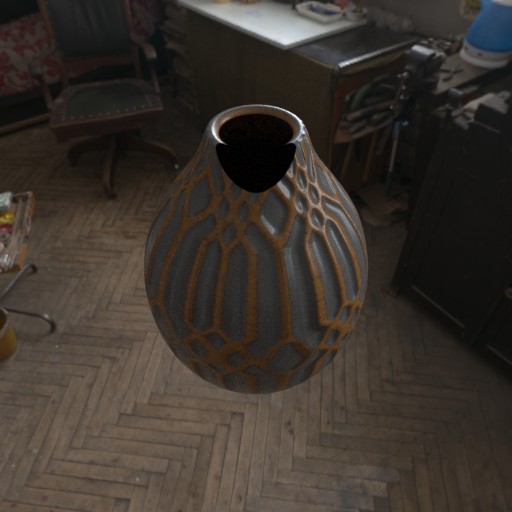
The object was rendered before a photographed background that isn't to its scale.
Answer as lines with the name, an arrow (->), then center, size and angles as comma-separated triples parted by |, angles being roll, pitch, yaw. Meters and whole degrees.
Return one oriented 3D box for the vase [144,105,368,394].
vase -> 0.000, 0.000, 0.136 | 0.069, 0.088, 0.069 | 0, 46, 0
